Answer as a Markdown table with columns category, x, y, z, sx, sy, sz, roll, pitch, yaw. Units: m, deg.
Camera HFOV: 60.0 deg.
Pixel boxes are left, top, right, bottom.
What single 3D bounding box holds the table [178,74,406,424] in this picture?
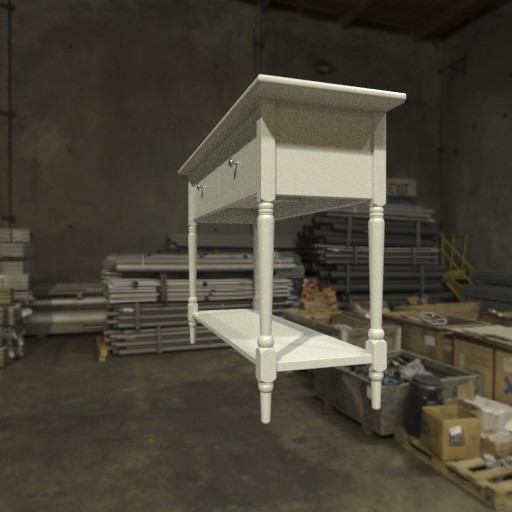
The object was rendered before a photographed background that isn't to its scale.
| category | x | y | z | sx | sy | sz | roll | pitch | yaw |
| --- | --- | --- | --- | --- | --- | --- | --- | --- | --- |
| table | 0.000 | 0.000 | 1.597 | 0.384 | 0.808 | 1.197 | 0 | 0 | -18 |
